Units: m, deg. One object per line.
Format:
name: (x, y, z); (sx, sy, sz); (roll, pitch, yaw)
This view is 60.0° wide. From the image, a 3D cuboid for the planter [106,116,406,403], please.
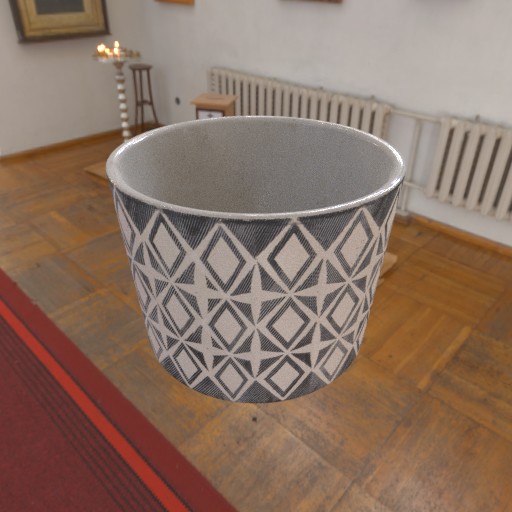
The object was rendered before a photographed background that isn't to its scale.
planter: (0.000, 0.000, 0.456); (0.260, 0.220, 0.260); (0, 32, 0)
